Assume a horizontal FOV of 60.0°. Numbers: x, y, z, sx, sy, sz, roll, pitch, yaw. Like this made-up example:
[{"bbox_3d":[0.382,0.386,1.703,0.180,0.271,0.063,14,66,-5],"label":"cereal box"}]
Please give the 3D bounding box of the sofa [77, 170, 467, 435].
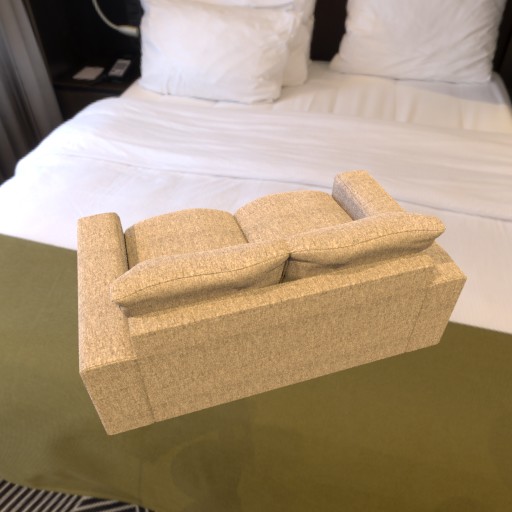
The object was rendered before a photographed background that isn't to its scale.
[{"bbox_3d":[0.000,0.000,2.342,1.758,0.877,1.094,-12,43,-13],"label":"sofa"}]
